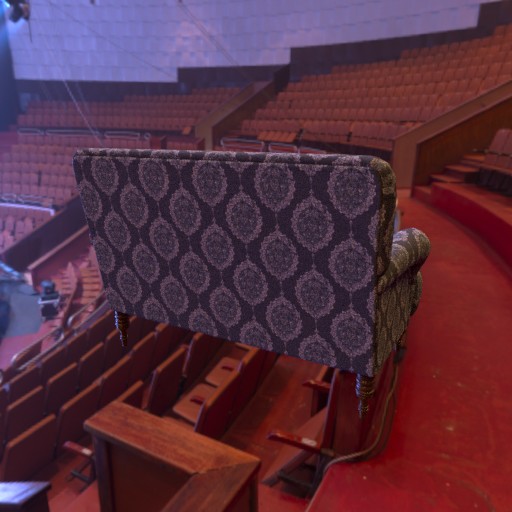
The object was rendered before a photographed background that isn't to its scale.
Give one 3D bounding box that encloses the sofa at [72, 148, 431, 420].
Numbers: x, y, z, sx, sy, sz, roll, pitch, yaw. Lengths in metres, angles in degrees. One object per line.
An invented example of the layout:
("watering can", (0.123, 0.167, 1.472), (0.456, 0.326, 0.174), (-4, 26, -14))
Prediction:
("sofa", (0.000, 0.000, 1.819), (1.297, 0.867, 0.779), (9, 18, 28))
